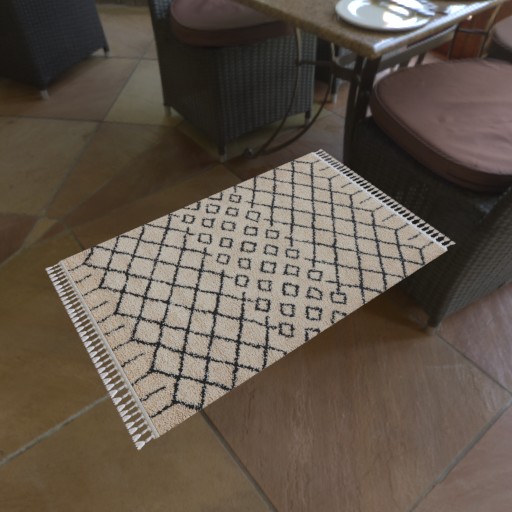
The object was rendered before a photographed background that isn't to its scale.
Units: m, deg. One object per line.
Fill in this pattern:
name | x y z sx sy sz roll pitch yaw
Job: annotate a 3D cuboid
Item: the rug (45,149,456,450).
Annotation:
rug | 0.000 0.000 2.504 2.006 0.008 1.196 -27 53 -23
